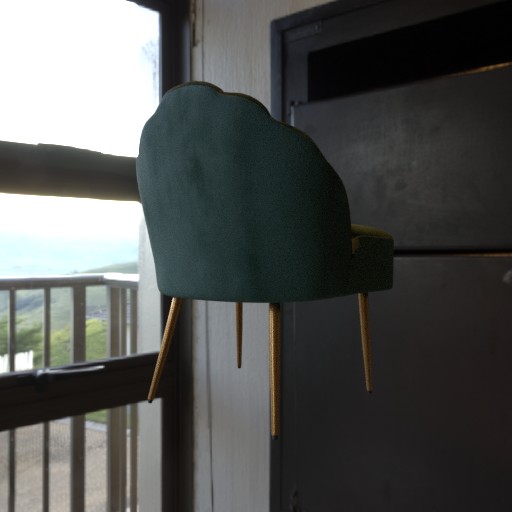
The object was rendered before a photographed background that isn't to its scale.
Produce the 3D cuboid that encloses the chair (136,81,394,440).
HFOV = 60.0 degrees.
[{"bbox_3d":[0.000,0.000,1.281,0.657,0.819,0.599,0,0,36],"label":"chair"}]
